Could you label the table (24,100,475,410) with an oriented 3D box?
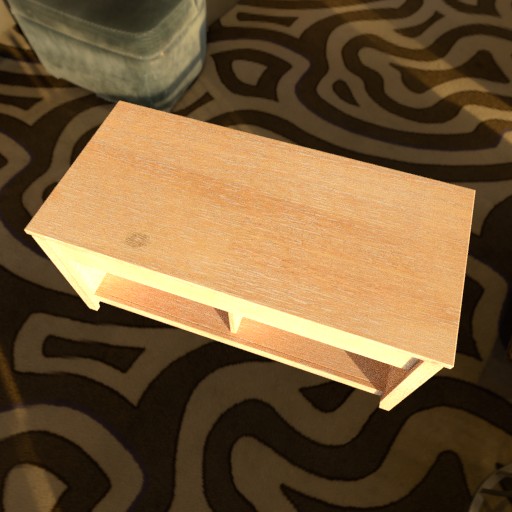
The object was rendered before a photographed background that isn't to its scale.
[{"bbox_3d":[0.000,0.000,1.295,1.016,0.457,0.483,17,61,10],"label":"table"}]
